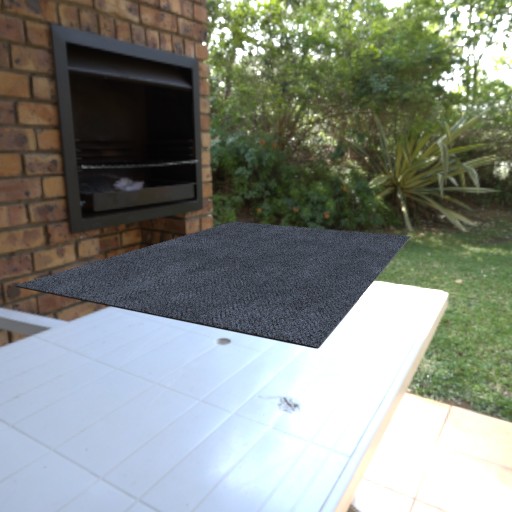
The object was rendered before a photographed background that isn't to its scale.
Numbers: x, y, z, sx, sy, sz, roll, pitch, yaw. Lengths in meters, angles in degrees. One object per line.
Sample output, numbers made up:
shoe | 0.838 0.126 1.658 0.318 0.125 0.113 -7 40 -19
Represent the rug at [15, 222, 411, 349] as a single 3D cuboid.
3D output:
rug | 0.000 0.000 2.855 1.600 0.008 2.235 7 15 26
